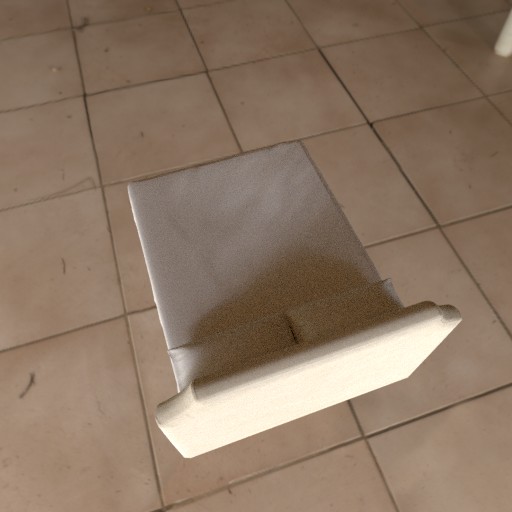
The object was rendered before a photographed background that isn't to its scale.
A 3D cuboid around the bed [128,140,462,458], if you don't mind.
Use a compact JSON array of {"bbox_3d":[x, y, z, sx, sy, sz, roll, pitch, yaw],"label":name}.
[{"bbox_3d":[0.000,0.000,3.316,1.828,1.297,2.164,-17,59,-10],"label":"bed"}]
